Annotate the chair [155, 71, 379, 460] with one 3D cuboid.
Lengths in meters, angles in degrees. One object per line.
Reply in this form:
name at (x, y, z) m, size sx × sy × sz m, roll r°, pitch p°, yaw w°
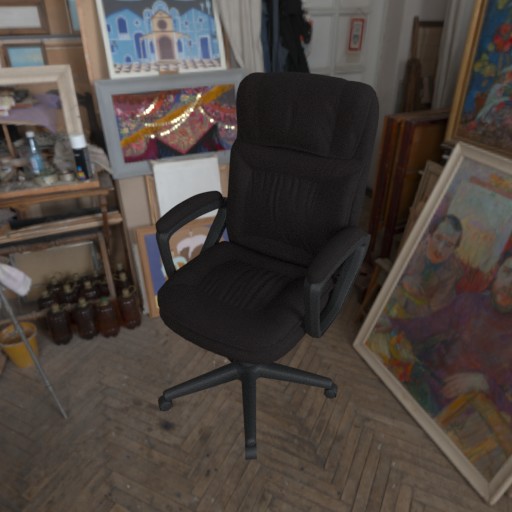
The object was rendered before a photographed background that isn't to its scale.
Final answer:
chair at (0.000, 0.000, 1.528) m, size 0.667 × 1.105 × 0.724 m, roll 18°, pitch 35°, yaw 27°
